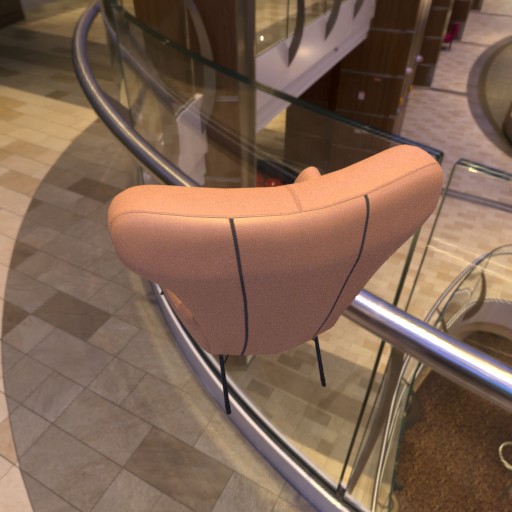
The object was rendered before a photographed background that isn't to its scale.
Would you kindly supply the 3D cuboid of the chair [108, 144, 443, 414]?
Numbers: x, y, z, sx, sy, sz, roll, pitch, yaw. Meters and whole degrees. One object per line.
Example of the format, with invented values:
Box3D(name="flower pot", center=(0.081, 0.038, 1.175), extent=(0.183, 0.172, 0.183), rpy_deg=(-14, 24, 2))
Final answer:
Box3D(name="chair", center=(0.000, 0.000, 1.757), extent=(0.980, 1.050, 0.900), rpy_deg=(-12, 42, -13))
